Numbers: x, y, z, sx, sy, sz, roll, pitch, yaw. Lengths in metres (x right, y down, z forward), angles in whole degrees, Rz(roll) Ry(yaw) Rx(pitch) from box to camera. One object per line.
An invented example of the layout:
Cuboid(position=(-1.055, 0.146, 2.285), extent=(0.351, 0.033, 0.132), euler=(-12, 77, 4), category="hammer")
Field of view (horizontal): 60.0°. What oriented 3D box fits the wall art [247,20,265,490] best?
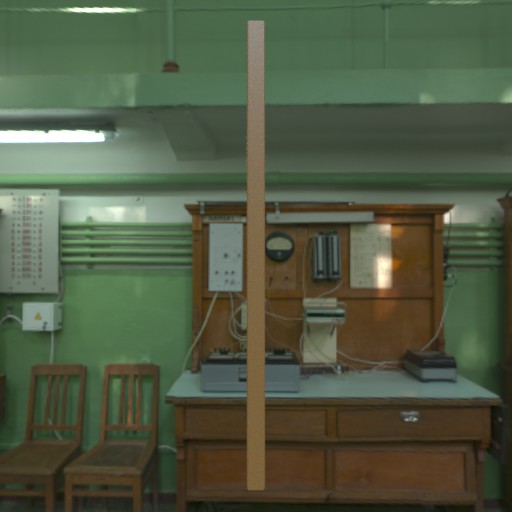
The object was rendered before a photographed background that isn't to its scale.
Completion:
Cuboid(position=(0.000, 0.000, 0.742), extent=(0.021, 0.550, 0.449), euler=(0, 0, 0), category="wall art")
